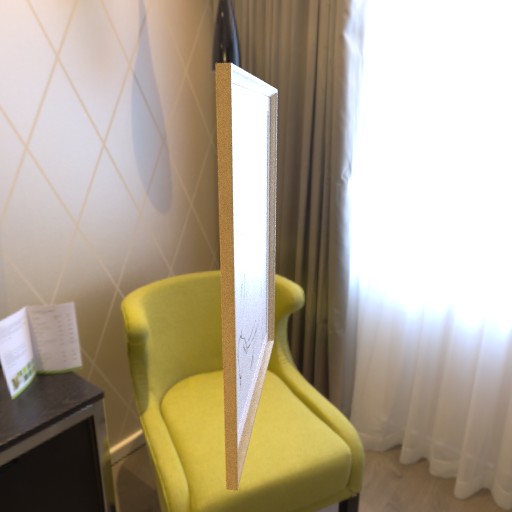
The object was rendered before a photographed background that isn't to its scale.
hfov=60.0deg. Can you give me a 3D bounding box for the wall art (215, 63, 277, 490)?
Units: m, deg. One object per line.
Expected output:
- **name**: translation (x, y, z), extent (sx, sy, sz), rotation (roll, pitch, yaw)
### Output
- **wall art**: translation (0.000, 0.000, 1.357), extent (0.030, 1.002, 0.798), rotation (3, 17, 8)
